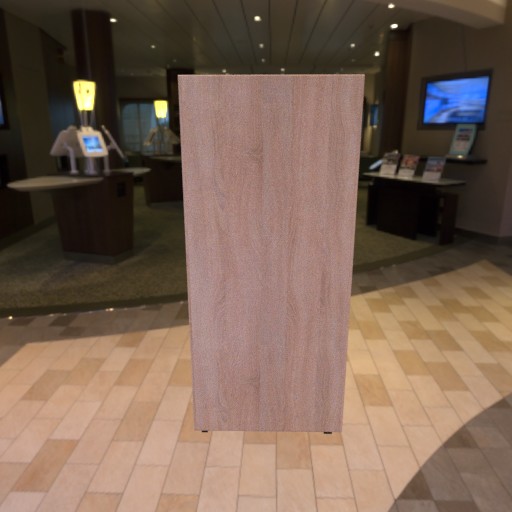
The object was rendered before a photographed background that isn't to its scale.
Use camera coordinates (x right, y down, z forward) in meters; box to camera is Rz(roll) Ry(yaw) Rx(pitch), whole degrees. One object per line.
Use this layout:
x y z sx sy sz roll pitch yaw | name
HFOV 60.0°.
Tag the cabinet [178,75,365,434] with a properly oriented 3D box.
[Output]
0.000 0.000 2.894 1.094 2.120 1.327 -15 22 -42 | cabinet
